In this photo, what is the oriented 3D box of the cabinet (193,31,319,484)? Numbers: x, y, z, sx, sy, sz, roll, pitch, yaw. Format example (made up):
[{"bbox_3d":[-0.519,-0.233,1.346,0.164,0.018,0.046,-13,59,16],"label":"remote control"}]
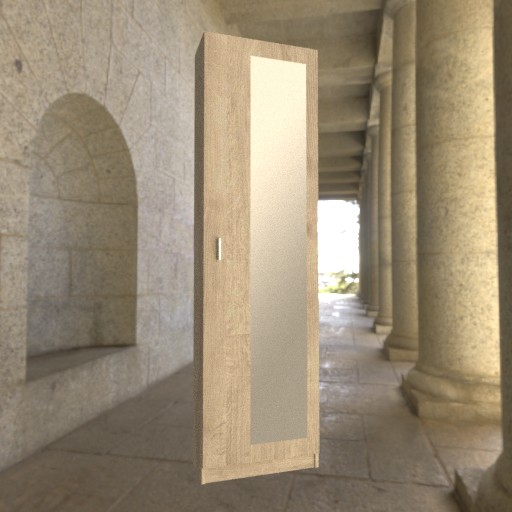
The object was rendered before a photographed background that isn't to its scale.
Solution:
[{"bbox_3d":[0.000,0.000,1.915,0.500,1.790,0.230,1,-2,-18],"label":"cabinet"}]
